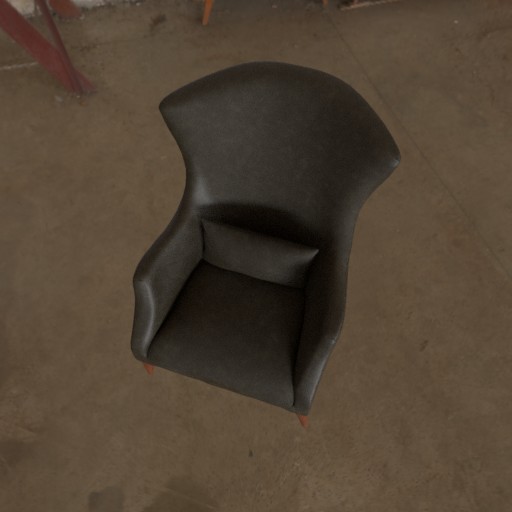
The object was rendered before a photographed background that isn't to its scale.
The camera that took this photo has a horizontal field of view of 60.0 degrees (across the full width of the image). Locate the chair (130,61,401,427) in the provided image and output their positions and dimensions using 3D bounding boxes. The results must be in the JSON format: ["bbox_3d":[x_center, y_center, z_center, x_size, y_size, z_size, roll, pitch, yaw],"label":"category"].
[{"bbox_3d":[0.000,0.000,1.751,0.819,1.068,0.954,16,60,9],"label":"chair"}]
